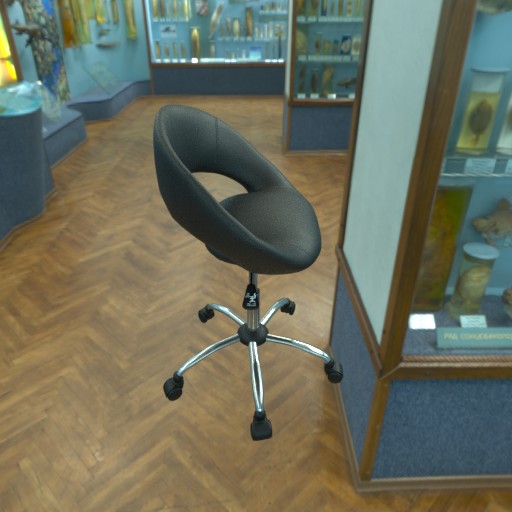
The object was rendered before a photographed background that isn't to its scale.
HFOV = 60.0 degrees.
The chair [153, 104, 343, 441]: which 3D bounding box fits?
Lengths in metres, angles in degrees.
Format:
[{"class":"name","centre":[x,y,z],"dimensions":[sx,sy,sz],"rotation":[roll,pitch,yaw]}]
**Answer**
[{"class":"chair","centre":[0.000,0.000,1.227],"dimensions":[0.538,0.791,0.612],"rotation":[1,30,1]}]
